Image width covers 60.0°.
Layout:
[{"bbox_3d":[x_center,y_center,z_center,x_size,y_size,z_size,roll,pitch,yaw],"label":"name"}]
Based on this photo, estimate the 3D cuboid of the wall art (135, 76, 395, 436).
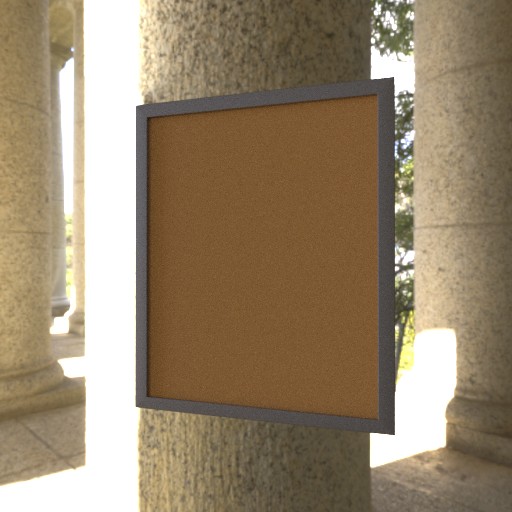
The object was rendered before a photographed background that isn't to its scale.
[{"bbox_3d":[0.000,0.000,0.766,0.458,0.558,0.029,0,0,17],"label":"wall art"}]
